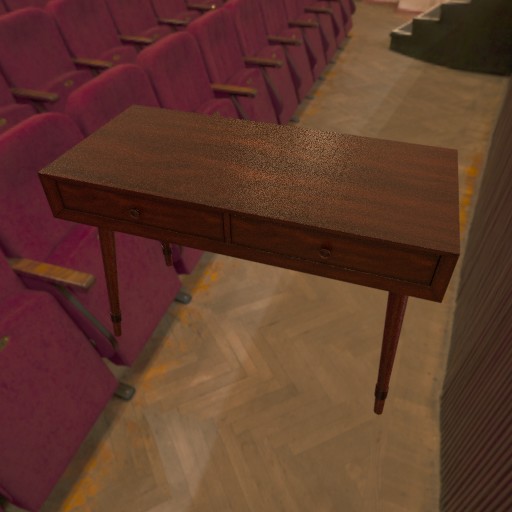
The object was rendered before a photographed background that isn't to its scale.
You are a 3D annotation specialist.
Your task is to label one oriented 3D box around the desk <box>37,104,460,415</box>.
[{"bbox_3d":[0.000,0.000,2.157,1.577,1.031,0.734,12,42,14],"label":"desk"}]
